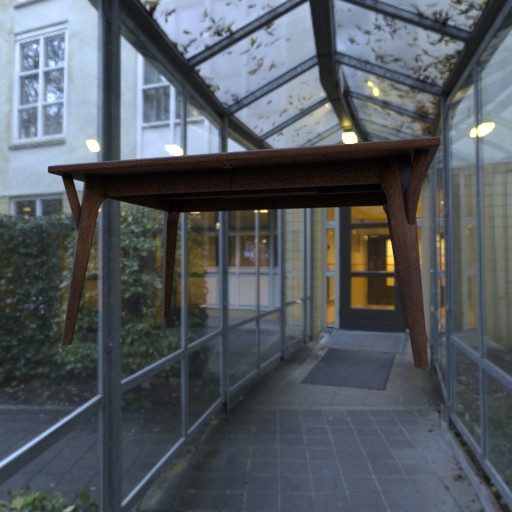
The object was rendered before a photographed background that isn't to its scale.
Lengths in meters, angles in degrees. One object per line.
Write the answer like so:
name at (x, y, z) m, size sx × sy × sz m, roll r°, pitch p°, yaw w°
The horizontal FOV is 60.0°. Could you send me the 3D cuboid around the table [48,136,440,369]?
table at (0.000, 0.000, 2.108) m, size 1.524 × 0.761 × 0.990 m, roll 0°, pitch -1°, yaw 17°
